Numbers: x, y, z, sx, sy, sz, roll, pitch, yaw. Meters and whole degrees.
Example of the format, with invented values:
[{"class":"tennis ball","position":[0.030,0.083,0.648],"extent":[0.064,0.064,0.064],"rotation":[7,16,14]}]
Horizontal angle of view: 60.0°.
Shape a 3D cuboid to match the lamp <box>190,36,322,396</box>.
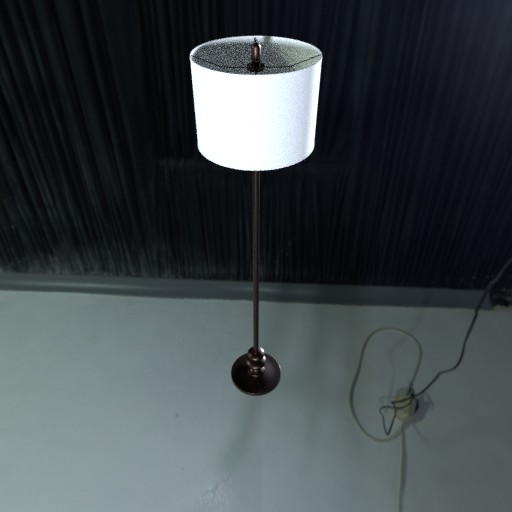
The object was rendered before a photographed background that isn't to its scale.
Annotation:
[{"class":"lamp","position":[0.000,0.000,1.661],"extent":[0.356,1.487,0.356],"rotation":[-1,40,-1]}]
